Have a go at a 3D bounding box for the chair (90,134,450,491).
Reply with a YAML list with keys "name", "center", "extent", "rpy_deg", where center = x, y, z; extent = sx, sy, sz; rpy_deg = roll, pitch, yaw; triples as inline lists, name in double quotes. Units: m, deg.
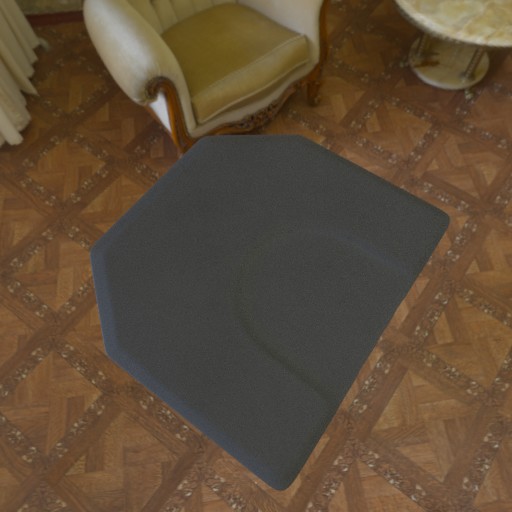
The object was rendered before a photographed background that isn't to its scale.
- name: "chair"
  center: [0.000, 0.000, 1.901]
  extent: [1.219, 0.024, 1.372]
  rpy_deg: [33, 67, 15]
